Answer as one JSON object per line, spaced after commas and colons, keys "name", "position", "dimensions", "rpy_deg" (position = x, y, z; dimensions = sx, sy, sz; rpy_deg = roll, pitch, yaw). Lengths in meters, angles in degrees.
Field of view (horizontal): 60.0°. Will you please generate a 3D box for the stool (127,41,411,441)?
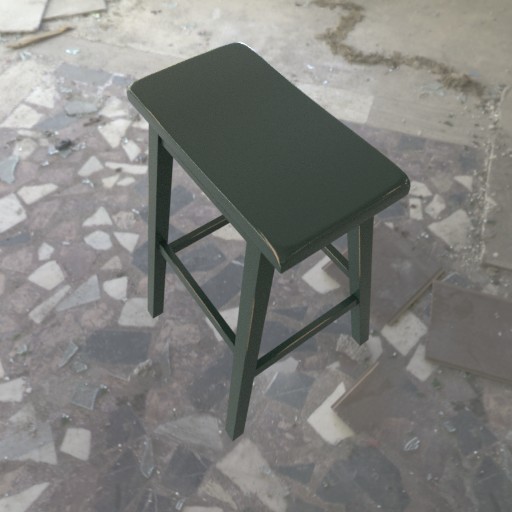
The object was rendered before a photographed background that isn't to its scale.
{"name": "stool", "position": [0.000, 0.000, 1.004], "dimensions": [0.476, 0.737, 0.457], "rpy_deg": [-31, 62, -19]}
